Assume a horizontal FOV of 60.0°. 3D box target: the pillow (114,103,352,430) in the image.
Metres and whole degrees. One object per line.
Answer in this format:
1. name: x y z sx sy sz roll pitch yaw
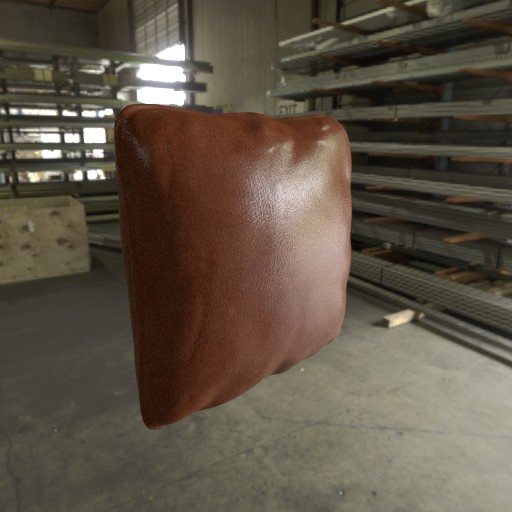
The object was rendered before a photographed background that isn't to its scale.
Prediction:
1. pillow: 0.000 0.000 0.836 0.532 0.523 0.236 -14 20 -43
